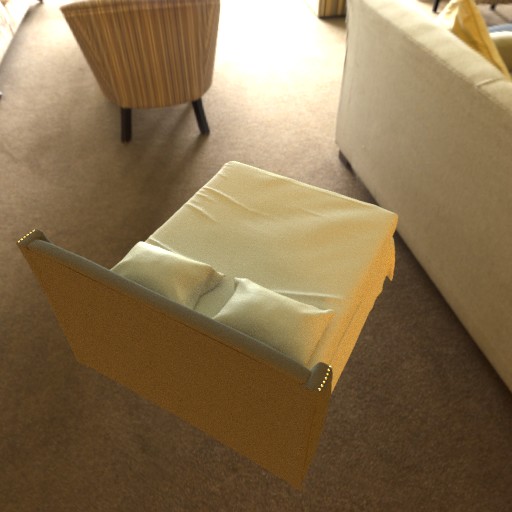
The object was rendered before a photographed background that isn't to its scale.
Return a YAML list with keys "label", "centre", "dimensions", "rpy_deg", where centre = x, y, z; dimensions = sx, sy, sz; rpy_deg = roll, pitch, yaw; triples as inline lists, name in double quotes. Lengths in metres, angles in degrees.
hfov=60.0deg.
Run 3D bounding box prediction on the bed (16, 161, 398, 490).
- label: "bed"
  centre: [0.000, 0.000, 3.345]
  dimensions: [1.925, 1.332, 2.276]
  rpy_deg: [22, 50, 20]
